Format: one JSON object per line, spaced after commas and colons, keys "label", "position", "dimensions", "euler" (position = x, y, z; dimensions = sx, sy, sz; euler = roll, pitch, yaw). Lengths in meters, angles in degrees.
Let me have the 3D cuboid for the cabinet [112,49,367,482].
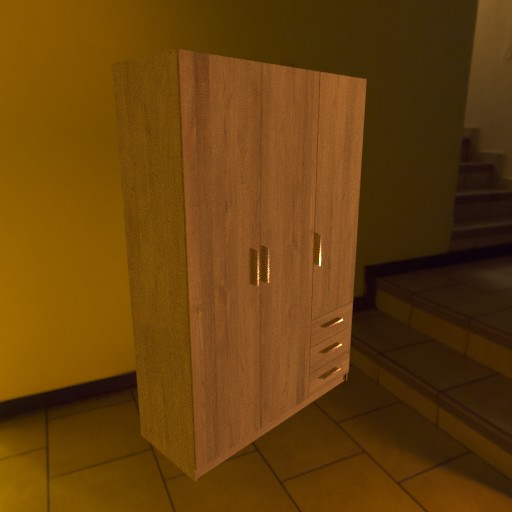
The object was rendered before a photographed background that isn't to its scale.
{"label": "cabinet", "position": [0.000, 0.000, 2.473], "dimensions": [0.510, 1.910, 1.290], "euler": [15, 21, 43]}
